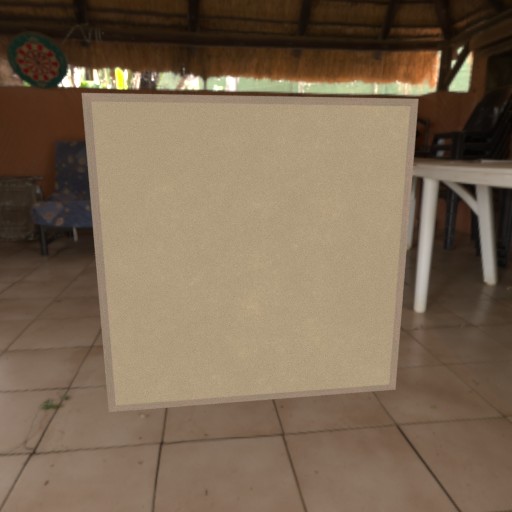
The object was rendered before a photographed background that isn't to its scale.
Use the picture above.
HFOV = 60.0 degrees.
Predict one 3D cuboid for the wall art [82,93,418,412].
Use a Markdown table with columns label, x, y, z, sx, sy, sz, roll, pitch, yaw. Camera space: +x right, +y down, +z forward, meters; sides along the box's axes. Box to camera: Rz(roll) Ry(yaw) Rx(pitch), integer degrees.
| label | x | y | z | sx | sy | sz | roll | pitch | yaw |
| --- | --- | --- | --- | --- | --- | --- | --- | --- | --- |
| wall art | 0.000 | 0.000 | 0.450 | 0.304 | 0.303 | 0.038 | -2 | 13 | -8 |
